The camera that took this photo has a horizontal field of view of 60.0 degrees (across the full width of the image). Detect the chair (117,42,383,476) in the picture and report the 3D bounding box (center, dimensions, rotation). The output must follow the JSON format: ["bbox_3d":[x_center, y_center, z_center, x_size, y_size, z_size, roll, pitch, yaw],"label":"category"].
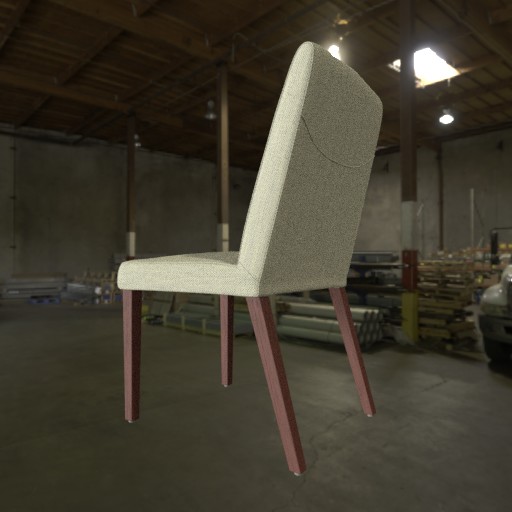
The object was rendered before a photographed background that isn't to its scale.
[{"bbox_3d":[0.000,0.000,1.227,0.594,0.900,0.480,0,-1,35],"label":"chair"}]
